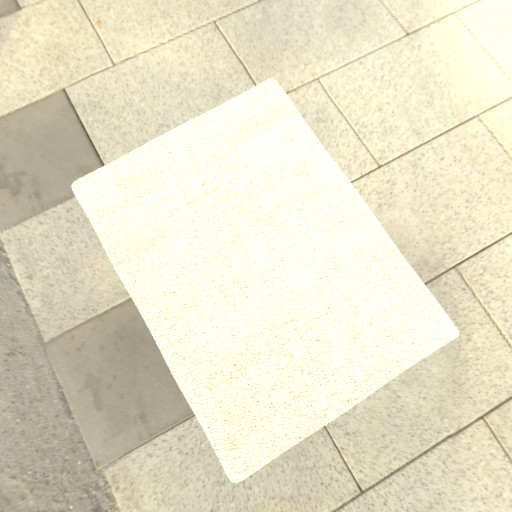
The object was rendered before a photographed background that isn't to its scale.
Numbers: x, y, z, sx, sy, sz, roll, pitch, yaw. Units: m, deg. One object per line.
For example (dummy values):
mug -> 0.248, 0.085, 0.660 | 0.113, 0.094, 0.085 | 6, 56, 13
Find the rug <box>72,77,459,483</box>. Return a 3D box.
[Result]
rug -> 0.000, 0.000, 2.113 | 1.200, 0.027, 1.600 | -31, 77, -8
